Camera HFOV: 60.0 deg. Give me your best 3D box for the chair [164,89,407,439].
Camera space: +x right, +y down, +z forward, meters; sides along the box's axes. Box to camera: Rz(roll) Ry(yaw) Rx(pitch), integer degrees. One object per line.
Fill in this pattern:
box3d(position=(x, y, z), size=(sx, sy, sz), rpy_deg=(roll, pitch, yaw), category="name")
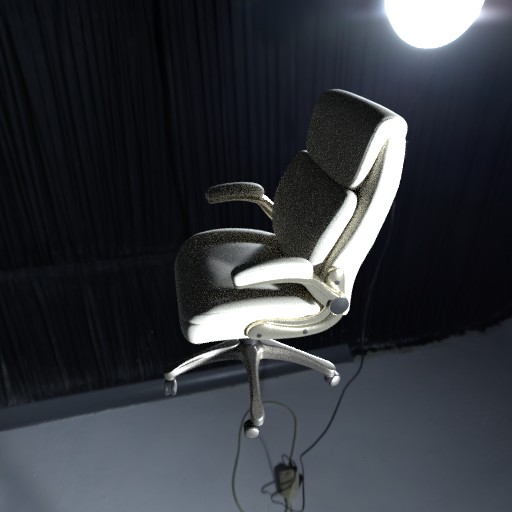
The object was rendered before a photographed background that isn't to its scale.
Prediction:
box3d(position=(0.000, 0.000, 1.657), size=(0.794, 1.110, 0.740), rpy_deg=(-8, 30, -13), category="chair")
